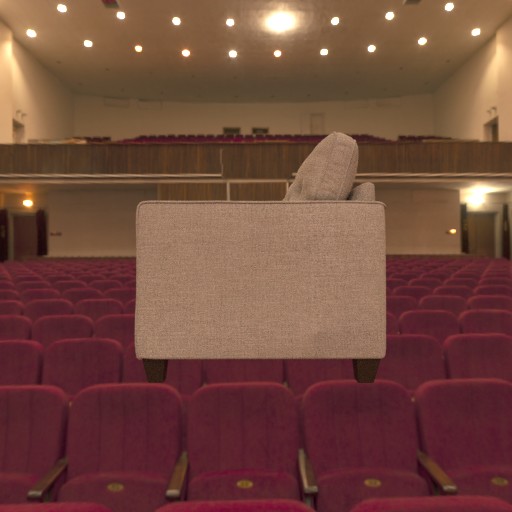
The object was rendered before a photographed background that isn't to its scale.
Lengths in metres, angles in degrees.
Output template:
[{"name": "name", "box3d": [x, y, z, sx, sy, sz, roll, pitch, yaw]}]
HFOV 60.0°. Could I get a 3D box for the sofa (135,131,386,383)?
[{"name": "sofa", "box3d": [0.000, 0.000, 2.654, 0.939, 0.965, 2.133, 0, -1, -1]}]
